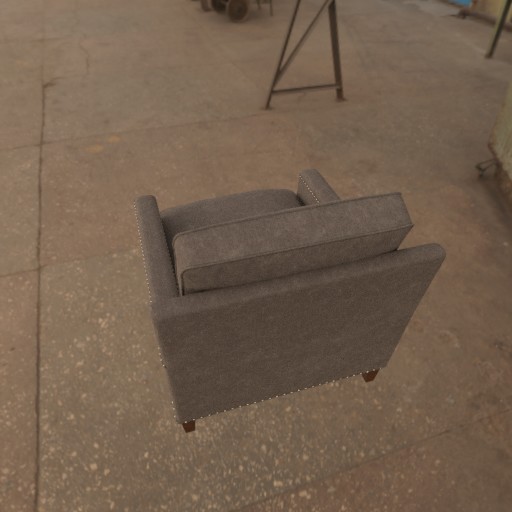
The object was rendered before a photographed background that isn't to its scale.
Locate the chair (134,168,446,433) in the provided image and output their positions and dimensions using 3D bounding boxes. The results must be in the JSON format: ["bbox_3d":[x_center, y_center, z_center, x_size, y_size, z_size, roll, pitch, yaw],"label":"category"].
[{"bbox_3d":[0.000,0.000,1.752,0.853,0.948,1.014,-11,43,-13],"label":"chair"}]
